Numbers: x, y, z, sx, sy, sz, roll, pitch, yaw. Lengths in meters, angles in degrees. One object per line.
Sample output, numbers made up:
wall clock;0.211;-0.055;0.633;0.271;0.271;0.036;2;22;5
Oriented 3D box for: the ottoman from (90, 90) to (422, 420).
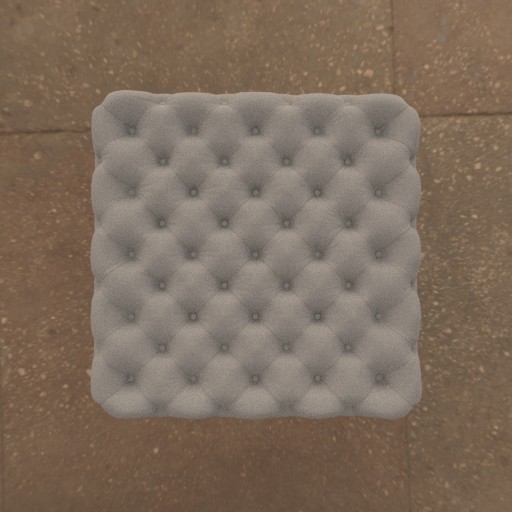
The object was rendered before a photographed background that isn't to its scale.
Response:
ottoman;0.000;0.000;1.380;0.917;0.439;0.911;0;89;-1
